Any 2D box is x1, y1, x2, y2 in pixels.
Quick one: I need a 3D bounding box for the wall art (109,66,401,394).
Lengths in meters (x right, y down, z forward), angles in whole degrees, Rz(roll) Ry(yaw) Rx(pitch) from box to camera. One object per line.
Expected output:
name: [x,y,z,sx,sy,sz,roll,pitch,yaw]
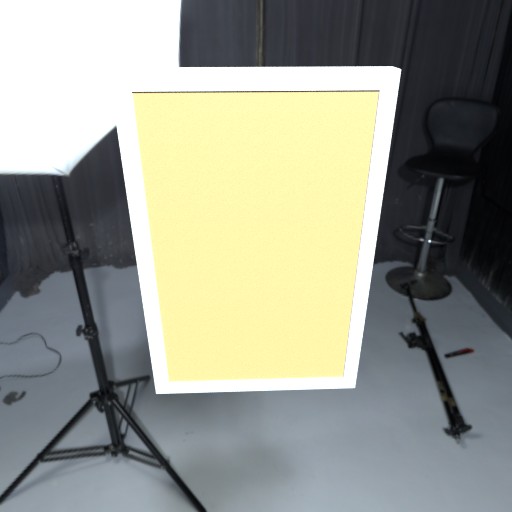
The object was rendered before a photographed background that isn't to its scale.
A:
wall art: [0.000,0.000,0.780,0.408,0.611,0.038,-1,29,-2]
